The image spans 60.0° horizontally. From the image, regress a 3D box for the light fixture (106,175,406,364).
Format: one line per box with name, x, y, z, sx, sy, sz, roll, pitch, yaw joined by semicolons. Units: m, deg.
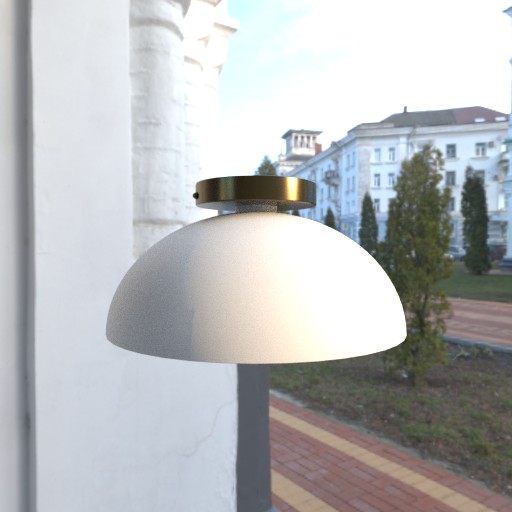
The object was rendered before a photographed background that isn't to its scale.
light fixture;0.000;0.000;0.551;0.355;0.177;0.355;0;1;0
